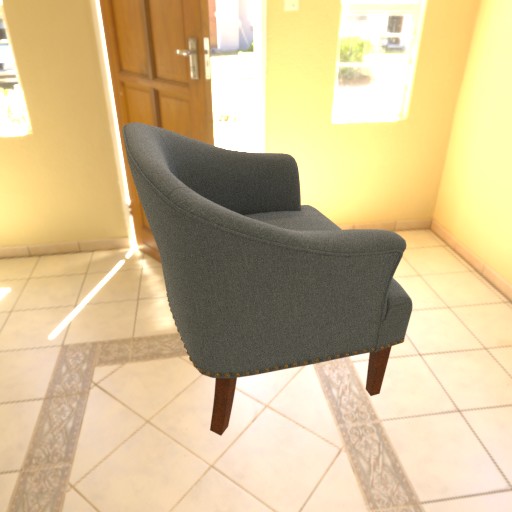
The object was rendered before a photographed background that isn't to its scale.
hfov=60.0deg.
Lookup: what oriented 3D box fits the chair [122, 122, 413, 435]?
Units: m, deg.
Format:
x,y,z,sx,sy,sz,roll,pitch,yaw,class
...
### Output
x,y,z,sx,sy,sz,roll,pitch,yaw,class
0.000,0.000,1.412,0.704,0.815,0.798,-9,31,-16,chair
